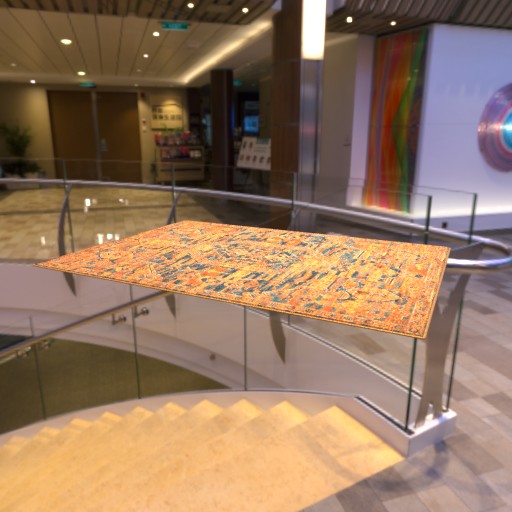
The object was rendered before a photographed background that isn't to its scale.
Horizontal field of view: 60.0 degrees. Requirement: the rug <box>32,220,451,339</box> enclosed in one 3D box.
[{"bbox_3d":[0.000,0.000,3.739,2.916,0.019,2.043,8,17,25],"label":"rug"}]
